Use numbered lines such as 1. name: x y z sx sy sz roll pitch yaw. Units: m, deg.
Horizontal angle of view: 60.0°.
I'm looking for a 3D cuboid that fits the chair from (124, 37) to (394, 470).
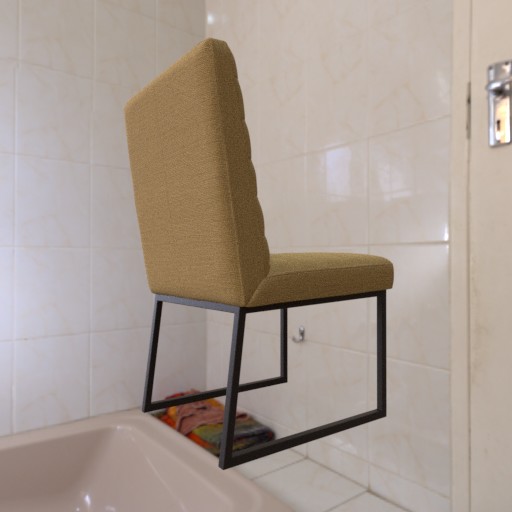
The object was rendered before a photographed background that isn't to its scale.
1. chair: 0.000 0.000 1.296 0.634 0.930 0.520 0 -1 -36
